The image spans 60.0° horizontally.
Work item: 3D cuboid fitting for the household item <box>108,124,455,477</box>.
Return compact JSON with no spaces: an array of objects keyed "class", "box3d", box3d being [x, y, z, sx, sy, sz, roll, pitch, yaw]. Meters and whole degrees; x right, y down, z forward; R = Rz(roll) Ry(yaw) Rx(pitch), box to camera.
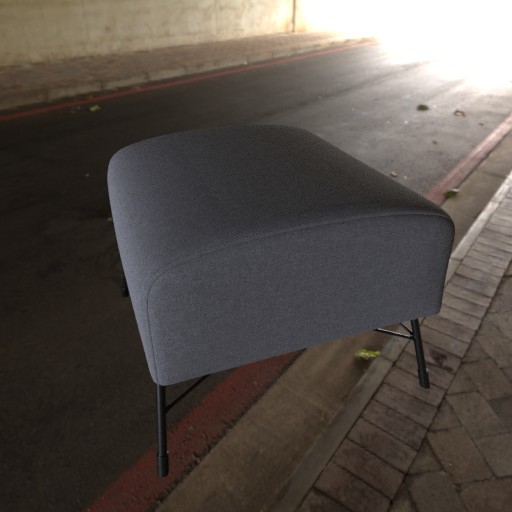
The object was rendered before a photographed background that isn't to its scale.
[{"class":"household item","box3d":[0.000,0.000,0.886,0.530,0.410,0.530,-11,33,-18]}]
